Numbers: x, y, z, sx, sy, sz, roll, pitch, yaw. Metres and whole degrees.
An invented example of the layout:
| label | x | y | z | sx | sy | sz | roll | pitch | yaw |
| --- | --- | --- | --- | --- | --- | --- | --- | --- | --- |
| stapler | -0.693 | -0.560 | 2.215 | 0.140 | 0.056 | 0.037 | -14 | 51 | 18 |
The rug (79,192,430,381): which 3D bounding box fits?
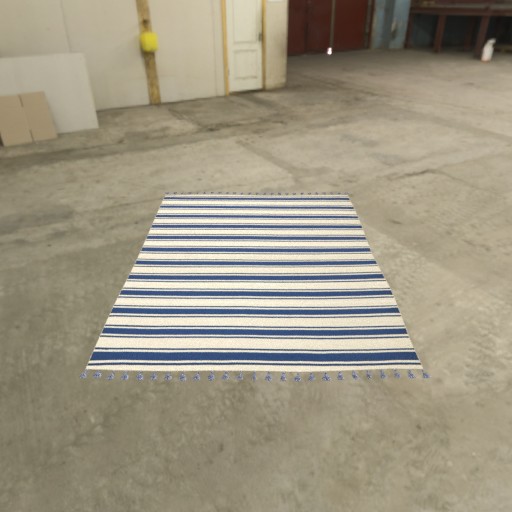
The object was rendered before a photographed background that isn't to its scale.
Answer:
| label | x | y | z | sx | sy | sz | roll | pitch | yaw |
| --- | --- | --- | --- | --- | --- | --- | --- | --- | --- |
| rug | 0.000 | 0.000 | 4.552 | 2.471 | 0.016 | 3.416 | 0 | 31 | 0 |
